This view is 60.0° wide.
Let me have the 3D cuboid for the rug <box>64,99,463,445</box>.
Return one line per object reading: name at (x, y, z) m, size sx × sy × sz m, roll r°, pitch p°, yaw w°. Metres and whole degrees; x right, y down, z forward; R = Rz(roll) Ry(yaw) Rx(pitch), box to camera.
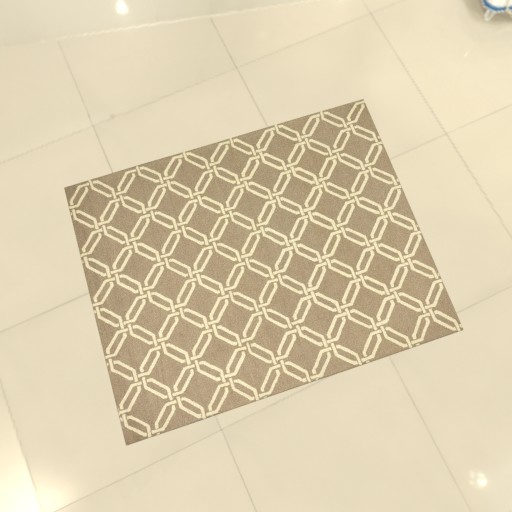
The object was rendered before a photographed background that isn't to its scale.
rug at (0.000, 0.000, 3.847) m, size 2.895 × 0.018 × 2.288 m, roll -18°, pitch 77°, yaw -4°
